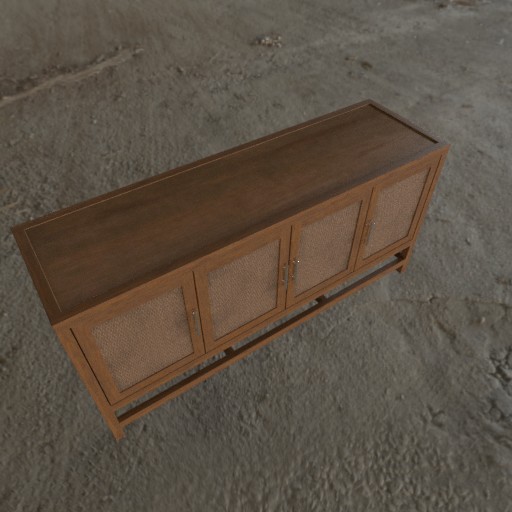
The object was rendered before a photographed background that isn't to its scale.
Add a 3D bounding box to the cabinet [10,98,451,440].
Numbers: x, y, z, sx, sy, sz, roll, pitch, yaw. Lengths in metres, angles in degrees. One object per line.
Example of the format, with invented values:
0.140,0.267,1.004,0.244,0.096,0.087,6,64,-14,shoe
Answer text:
0.000,0.000,2.015,1.708,0.820,0.522,-26,51,-23,cabinet
